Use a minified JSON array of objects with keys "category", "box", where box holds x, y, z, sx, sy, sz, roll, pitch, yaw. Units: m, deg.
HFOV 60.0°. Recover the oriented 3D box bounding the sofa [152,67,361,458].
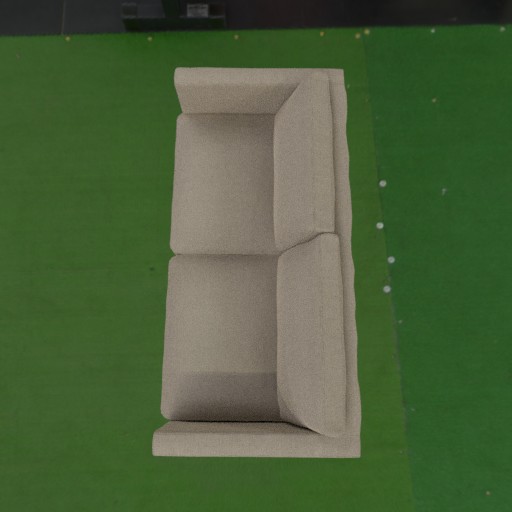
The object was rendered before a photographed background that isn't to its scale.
[{"category":"sofa","box":[0.000,0.000,2.440,0.956,0.847,1.987,0,76,0]}]
